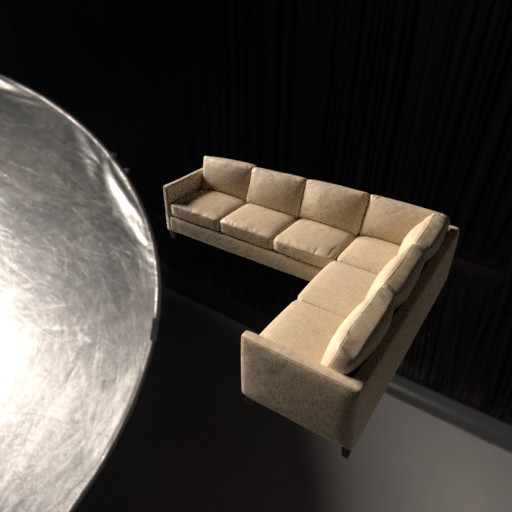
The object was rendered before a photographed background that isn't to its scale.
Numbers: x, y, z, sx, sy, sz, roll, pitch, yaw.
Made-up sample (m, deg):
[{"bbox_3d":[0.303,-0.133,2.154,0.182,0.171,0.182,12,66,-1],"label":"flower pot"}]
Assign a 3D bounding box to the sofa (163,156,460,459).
[{"bbox_3d":[0.000,0.000,4.489,3.302,0.947,2.593,20,37,29],"label":"sofa"}]
